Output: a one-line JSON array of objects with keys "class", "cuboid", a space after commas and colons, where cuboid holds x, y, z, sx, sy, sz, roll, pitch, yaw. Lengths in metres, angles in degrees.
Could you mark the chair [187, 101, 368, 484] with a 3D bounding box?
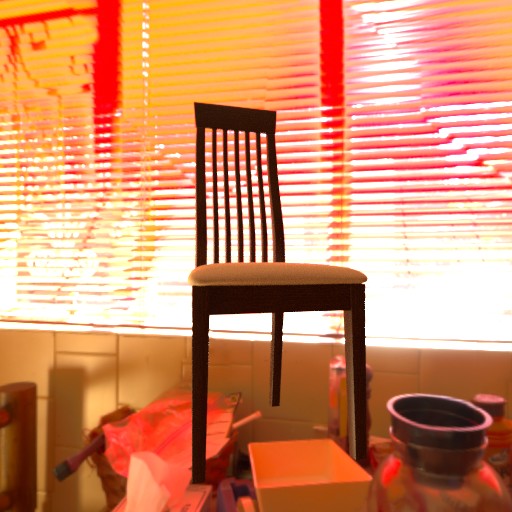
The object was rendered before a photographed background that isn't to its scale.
[{"class": "chair", "cuboid": [0.000, 0.000, 1.278, 0.460, 1.027, 0.474, 0, -1, -17]}]
